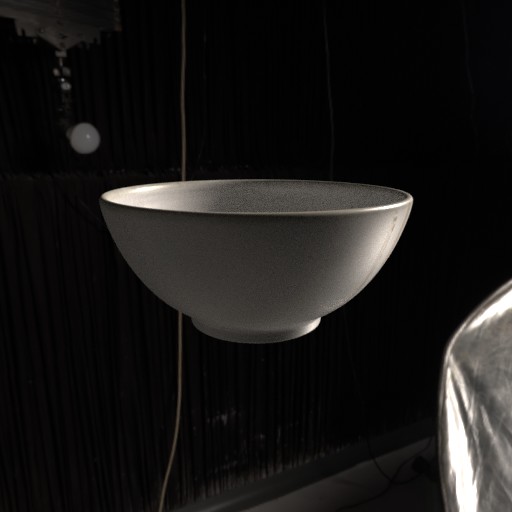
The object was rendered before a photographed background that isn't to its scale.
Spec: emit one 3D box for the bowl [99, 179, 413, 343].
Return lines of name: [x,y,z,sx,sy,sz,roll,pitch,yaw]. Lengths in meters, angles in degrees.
bowl: [0.000,0.000,0.414,0.268,0.121,0.268,0,14,0]
